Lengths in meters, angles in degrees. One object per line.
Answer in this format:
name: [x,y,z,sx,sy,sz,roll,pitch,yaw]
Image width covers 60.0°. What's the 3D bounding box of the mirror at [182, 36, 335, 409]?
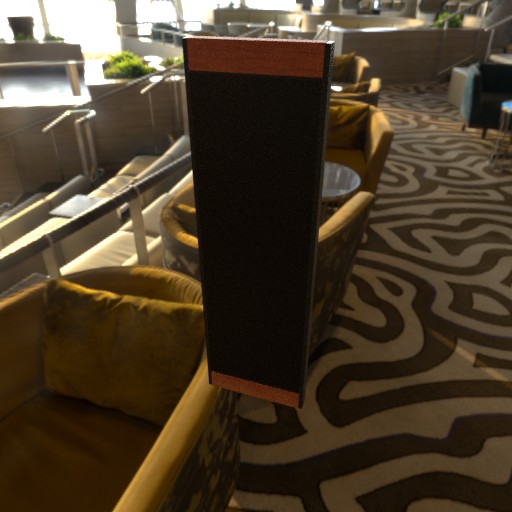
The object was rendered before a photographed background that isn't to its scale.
mirror: [0.000,0.000,1.272,0.343,1.123,0.047,10,33,16]
